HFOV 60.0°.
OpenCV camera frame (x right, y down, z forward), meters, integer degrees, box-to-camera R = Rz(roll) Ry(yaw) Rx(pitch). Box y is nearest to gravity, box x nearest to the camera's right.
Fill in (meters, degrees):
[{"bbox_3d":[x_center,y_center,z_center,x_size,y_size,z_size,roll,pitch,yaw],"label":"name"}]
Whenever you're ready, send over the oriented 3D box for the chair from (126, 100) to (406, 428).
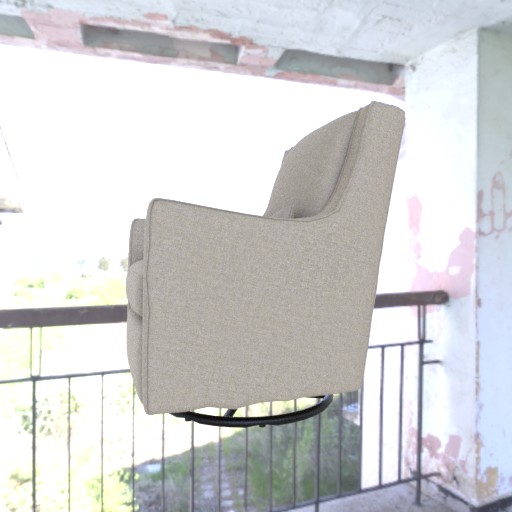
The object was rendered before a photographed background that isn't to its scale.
[{"bbox_3d":[0.000,0.000,1.587,0.879,0.993,0.732,0,0,-20],"label":"chair"}]
